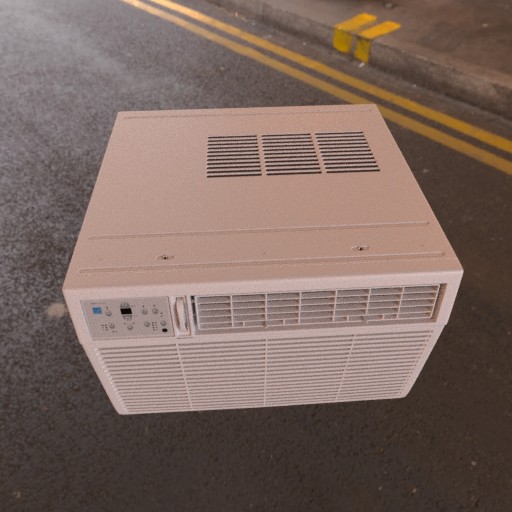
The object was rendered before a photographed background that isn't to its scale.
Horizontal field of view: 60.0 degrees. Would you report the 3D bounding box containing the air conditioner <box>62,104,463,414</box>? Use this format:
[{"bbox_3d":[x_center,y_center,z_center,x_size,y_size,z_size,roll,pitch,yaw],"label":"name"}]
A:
[{"bbox_3d":[0.000,0.000,1.059,0.645,0.455,0.599,-3,46,-3],"label":"air conditioner"}]
